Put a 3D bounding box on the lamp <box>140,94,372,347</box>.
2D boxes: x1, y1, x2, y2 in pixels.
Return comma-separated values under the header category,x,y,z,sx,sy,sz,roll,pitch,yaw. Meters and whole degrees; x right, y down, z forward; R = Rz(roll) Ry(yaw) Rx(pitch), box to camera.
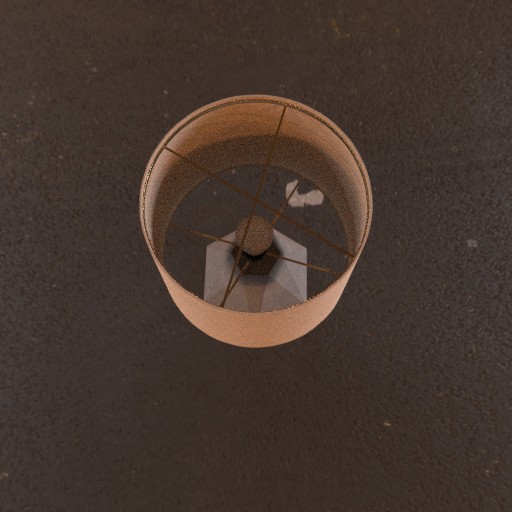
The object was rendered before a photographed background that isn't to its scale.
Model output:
category,x,y,z,sx,sy,sz,roll,pitch,yaw
lamp,0.000,0.000,0.679,0.276,0.501,0.276,0,77,0
